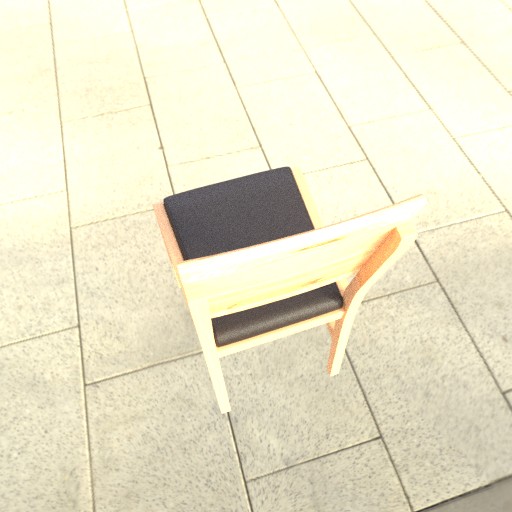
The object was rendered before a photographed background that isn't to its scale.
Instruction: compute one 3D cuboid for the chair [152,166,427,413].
[{"bbox_3d":[0.000,0.000,1.234,0.475,0.950,0.560,-16,60,-10],"label":"chair"}]
